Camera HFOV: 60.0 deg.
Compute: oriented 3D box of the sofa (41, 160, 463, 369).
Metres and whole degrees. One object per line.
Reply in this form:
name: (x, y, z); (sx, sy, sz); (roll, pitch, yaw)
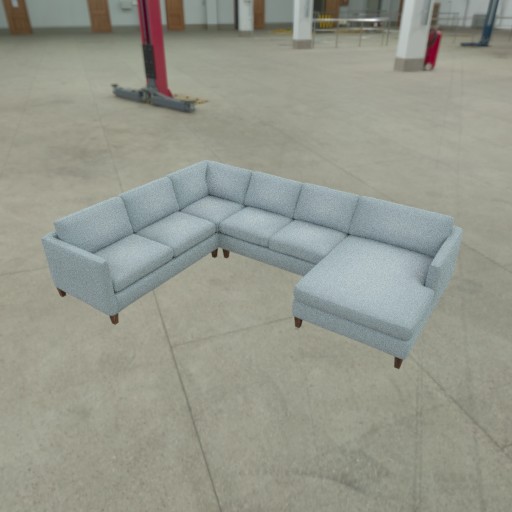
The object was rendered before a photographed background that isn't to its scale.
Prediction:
sofa: (0.000, 0.000, 4.500); (3.403, 0.889, 2.551); (19, 35, 29)
